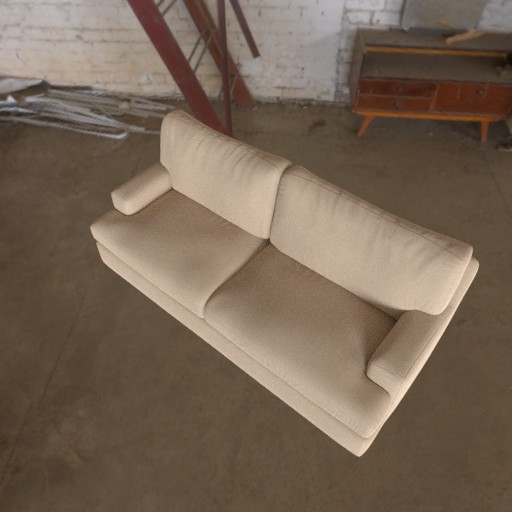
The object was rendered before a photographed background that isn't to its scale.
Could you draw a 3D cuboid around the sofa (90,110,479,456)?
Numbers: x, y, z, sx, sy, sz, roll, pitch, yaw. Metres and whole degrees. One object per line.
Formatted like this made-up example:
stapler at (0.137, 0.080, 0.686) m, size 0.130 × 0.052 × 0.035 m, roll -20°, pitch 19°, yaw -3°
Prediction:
sofa at (0.000, 0.000, 2.623) m, size 2.147 × 0.925 × 0.929 m, roll 31°, pitch 54°, yaw 26°
